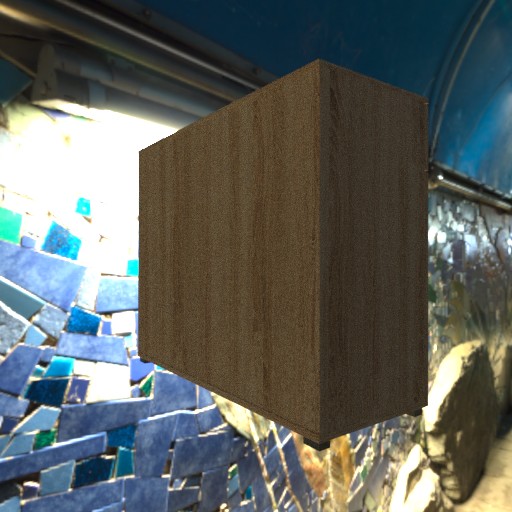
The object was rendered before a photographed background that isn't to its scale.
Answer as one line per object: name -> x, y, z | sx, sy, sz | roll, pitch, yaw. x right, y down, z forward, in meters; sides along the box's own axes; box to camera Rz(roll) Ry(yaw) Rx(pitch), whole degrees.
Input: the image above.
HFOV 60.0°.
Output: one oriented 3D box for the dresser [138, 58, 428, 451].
dresser -> 0.000, 0.000, 1.586 | 0.450, 0.900, 1.100 | 0, 0, -36
